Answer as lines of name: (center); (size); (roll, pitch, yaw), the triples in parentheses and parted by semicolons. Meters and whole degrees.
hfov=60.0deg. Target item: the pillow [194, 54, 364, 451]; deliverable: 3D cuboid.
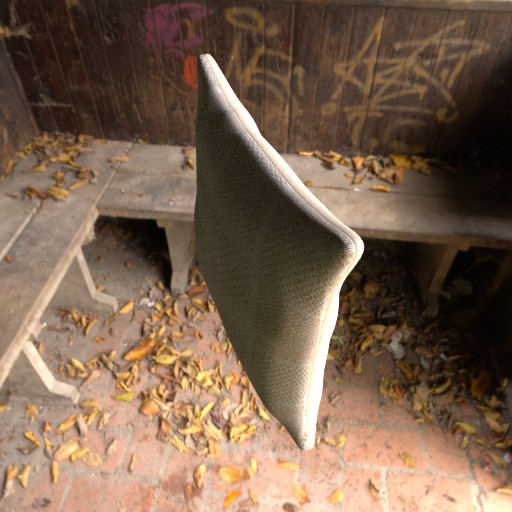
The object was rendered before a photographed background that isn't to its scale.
pillow: (0.000, 0.000, 0.656); (0.138, 0.432, 0.436); (-16, 47, -15)
